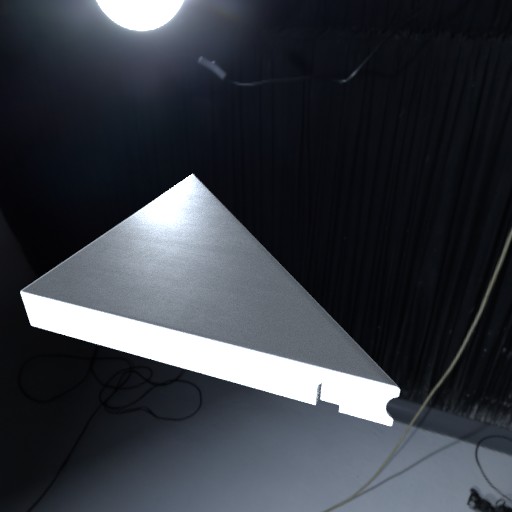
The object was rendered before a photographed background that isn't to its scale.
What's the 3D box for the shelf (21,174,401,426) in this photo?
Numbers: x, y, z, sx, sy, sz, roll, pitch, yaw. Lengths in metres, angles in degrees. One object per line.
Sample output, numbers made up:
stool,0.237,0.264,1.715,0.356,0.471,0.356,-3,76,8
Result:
shelf,0.000,0.000,0.439,0.296,0.035,0.296,11,32,18
